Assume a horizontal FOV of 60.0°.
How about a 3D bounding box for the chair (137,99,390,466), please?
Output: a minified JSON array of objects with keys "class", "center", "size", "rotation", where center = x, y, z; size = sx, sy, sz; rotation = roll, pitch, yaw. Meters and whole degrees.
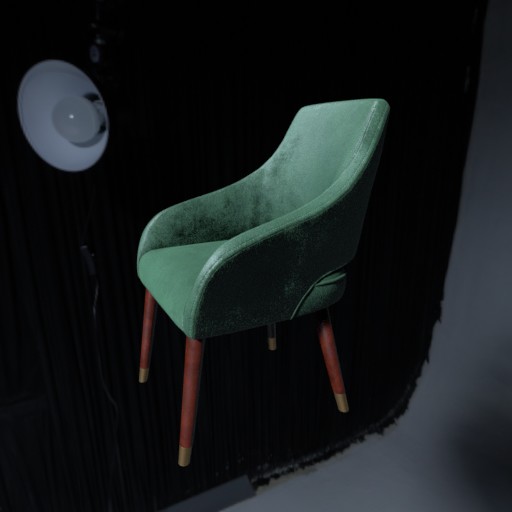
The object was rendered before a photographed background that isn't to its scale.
[{"class":"chair","center":[0.000,0.000,1.598],"size":[0.794,1.081,0.683],"rotation":[-8,17,-26]}]
